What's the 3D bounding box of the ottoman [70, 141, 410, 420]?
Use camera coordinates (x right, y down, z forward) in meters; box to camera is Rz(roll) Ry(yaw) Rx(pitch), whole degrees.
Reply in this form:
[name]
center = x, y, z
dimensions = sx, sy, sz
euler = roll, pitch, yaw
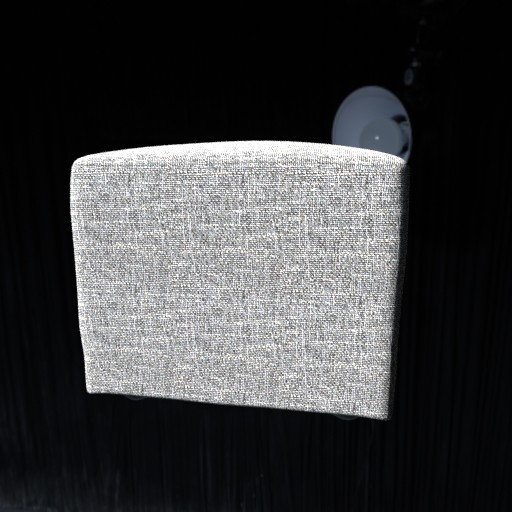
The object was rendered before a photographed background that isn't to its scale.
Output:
[ottoman]
center = 0.000, 0.000, 0.912
dimensions = 0.512, 0.453, 0.521
euler = 2, 13, 9
